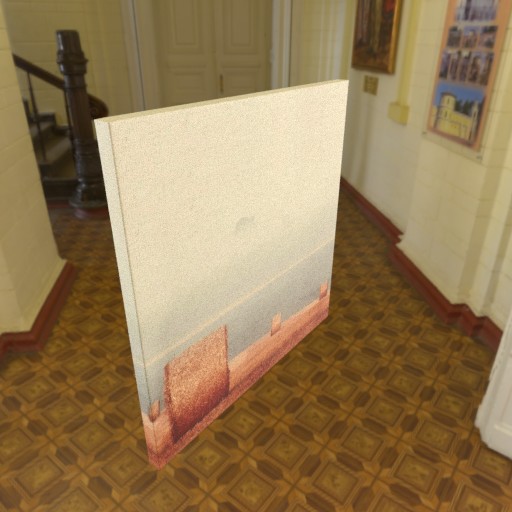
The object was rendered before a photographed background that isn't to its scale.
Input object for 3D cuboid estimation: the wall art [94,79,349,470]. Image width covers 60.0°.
[{"bbox_3d":[0.000,0.000,0.586,0.023,0.405,0.405,19,33,33],"label":"wall art"}]
